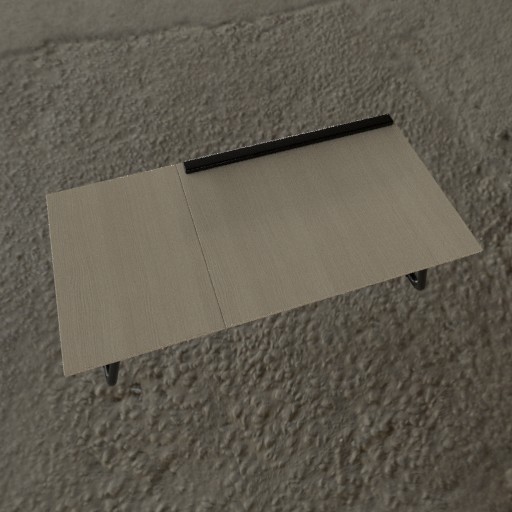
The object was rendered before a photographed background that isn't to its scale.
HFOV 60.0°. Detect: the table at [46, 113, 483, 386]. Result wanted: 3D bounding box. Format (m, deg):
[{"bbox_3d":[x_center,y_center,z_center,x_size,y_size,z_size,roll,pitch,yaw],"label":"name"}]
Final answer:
[{"bbox_3d":[0.000,0.000,0.813,0.644,0.242,0.322,-15,60,-9],"label":"table"}]
